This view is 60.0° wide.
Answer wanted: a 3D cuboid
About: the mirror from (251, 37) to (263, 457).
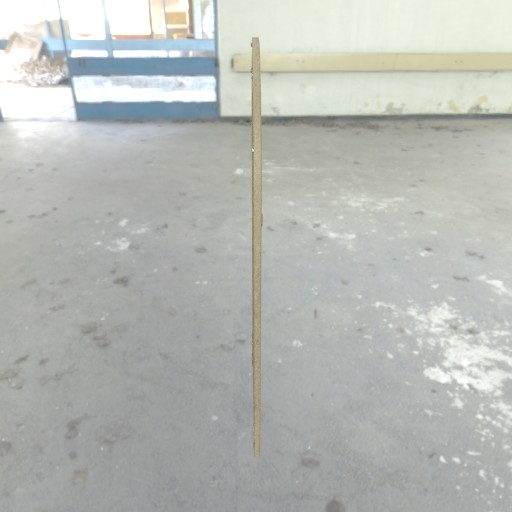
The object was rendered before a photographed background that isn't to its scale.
[{"bbox_3d":[0.000,0.000,1.327,0.025,1.175,0.464,-1,27,-1],"label":"mirror"}]
